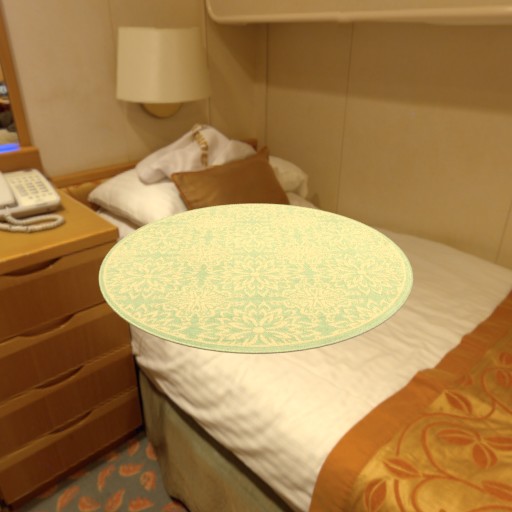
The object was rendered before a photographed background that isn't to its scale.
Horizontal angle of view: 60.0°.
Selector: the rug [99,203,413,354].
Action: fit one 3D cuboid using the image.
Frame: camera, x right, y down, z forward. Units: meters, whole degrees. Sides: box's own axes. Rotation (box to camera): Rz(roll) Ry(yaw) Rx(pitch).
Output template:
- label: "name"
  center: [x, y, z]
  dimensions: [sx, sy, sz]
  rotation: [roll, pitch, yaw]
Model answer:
- label: "rug"
  center: [0.000, 0.000, 2.354]
  dimensions: [1.593, 0.012, 1.593]
  rotation: [0, 27, 0]
